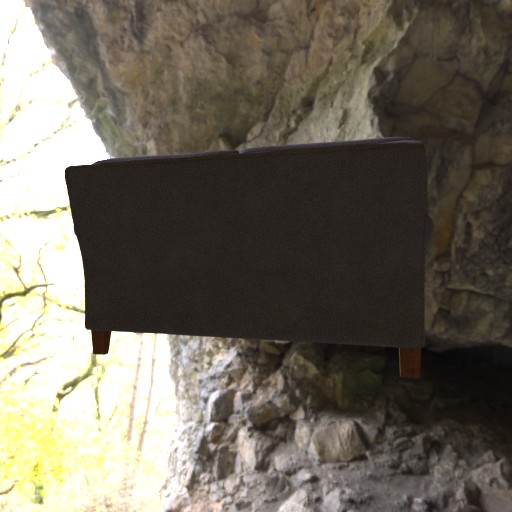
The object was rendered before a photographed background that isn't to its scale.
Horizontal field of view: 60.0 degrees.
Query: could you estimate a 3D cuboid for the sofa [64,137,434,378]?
[{"bbox_3d":[0.000,0.000,2.551,1.853,1.101,1.084,0,0,17],"label":"sofa"}]
